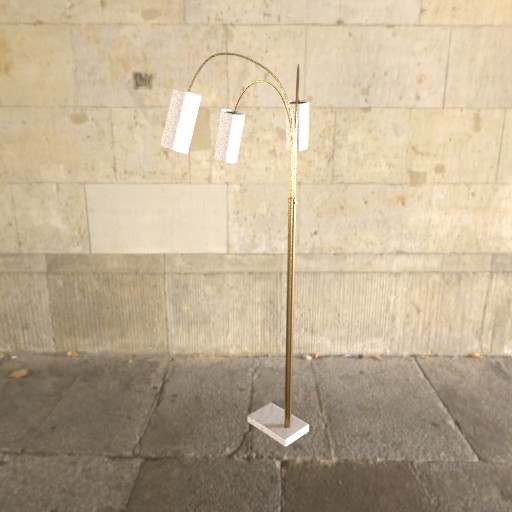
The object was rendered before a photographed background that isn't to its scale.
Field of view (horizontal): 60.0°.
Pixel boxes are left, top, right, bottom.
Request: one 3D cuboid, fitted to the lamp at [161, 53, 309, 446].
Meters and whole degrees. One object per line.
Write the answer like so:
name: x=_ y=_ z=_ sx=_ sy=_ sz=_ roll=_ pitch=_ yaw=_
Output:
lamp: x=0.000 y=0.000 z=2.513 sx=1.020 sy=2.055 sz=0.667 roll=-14 pitch=20 yaw=-42
